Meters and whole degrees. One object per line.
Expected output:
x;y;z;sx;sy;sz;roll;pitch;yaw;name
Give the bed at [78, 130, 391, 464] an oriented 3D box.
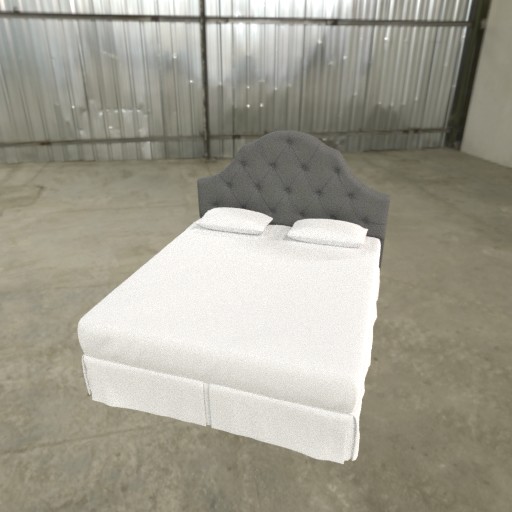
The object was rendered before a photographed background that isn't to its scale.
0.000;0.000;3.588;2.008;1.615;2.214;8;27;16;bed
